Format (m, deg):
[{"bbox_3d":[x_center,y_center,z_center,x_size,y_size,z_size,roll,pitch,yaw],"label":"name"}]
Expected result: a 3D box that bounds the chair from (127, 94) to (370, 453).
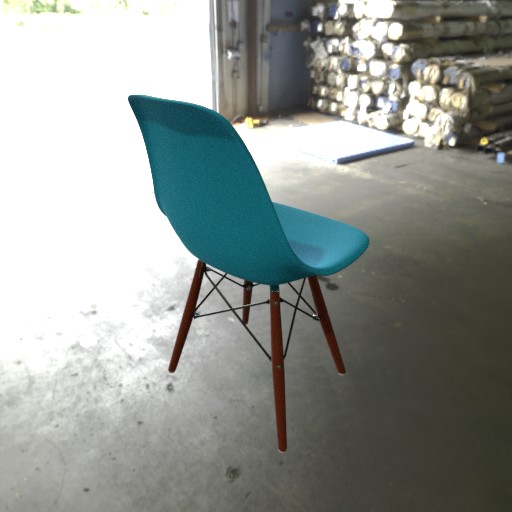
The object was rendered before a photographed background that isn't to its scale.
[{"bbox_3d":[0.000,0.000,1.108,0.470,0.826,0.533,21,36,33],"label":"chair"}]
